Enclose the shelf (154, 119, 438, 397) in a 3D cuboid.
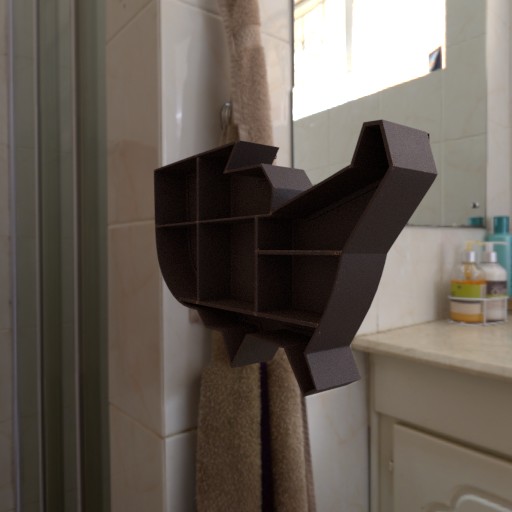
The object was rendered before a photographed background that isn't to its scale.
[{"bbox_3d":[0.000,0.000,0.888,0.112,0.439,0.729,-1,1,-37],"label":"shelf"}]
